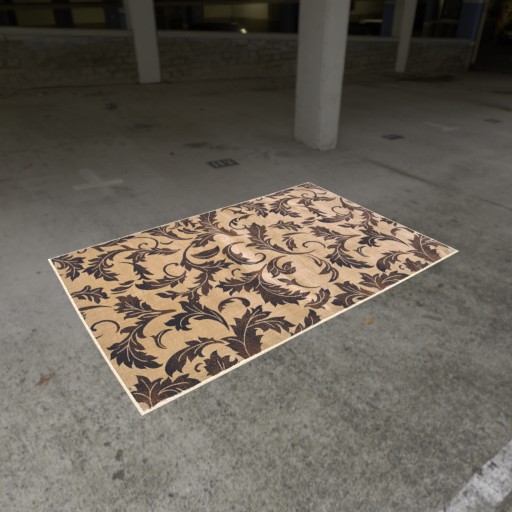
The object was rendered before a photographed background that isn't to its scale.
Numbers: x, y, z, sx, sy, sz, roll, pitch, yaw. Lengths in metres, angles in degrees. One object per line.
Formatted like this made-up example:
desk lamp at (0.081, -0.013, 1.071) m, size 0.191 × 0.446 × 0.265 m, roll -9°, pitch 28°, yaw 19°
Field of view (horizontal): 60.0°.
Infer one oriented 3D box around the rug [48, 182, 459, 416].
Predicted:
rug at (0.000, 0.000, 2.930) m, size 2.284 × 0.008 × 1.522 m, roll -21°, pitch 37°, yaw -30°
